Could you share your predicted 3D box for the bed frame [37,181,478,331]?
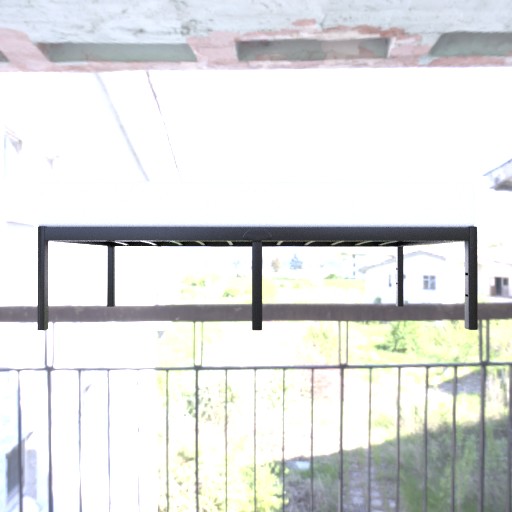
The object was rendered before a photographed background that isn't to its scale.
[{"bbox_3d":[0.000,0.000,2.445,1.950,0.659,1.023,0,0,-1],"label":"bed frame"}]
